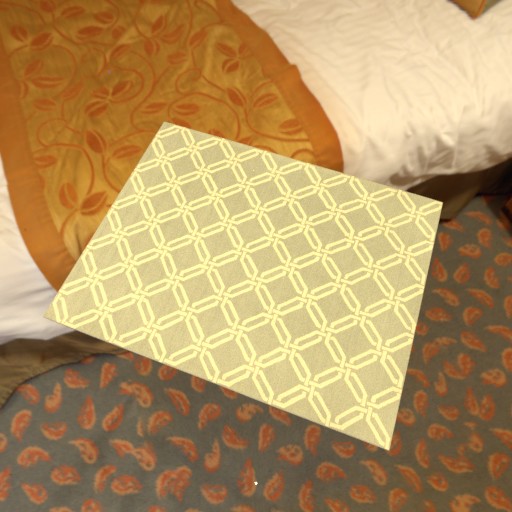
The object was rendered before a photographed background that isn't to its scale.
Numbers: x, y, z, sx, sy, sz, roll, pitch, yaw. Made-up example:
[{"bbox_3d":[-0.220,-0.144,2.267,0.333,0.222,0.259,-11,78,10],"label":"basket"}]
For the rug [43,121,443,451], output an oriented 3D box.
[{"bbox_3d":[0.000,0.000,3.906,2.895,0.018,2.288,18,64,9],"label":"rug"}]
